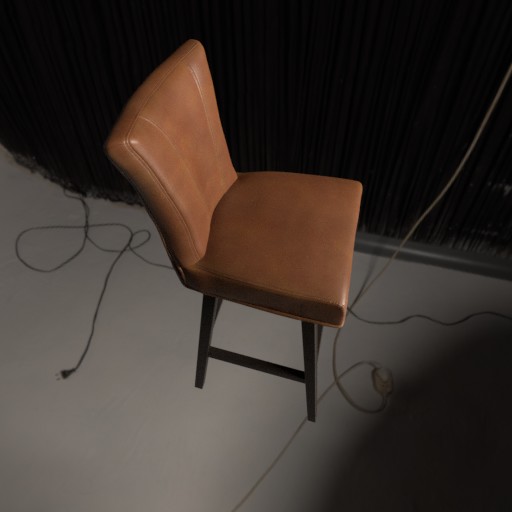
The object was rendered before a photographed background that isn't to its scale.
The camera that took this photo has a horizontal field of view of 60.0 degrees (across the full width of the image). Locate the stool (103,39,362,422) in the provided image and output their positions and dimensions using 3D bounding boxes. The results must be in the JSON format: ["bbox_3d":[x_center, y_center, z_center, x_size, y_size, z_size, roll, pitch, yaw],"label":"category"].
[{"bbox_3d":[0.000,0.000,1.397,0.585,1.094,0.522,10,50,9],"label":"stool"}]
